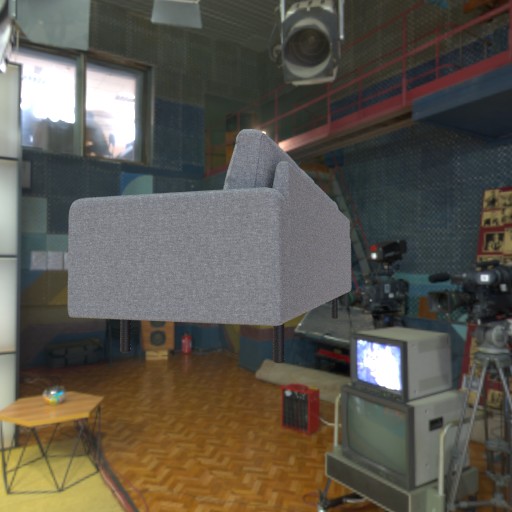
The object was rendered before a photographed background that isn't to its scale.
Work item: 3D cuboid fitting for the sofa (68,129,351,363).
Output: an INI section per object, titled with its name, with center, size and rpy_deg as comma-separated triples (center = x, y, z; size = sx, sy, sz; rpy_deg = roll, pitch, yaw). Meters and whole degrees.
[sofa]
center = 0.000, 0.000, 2.601
size = 0.880, 0.880, 2.200
rpy_deg = 0, -2, 18
